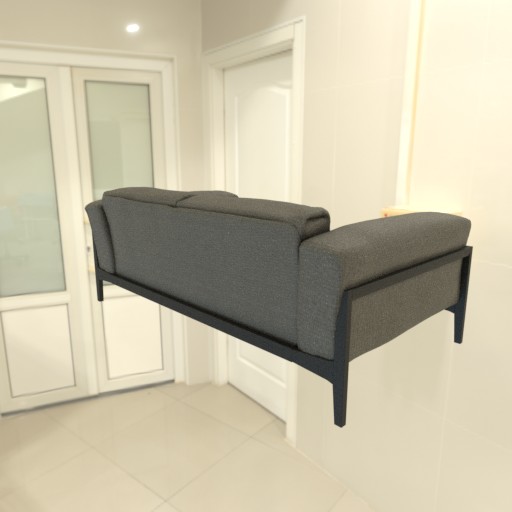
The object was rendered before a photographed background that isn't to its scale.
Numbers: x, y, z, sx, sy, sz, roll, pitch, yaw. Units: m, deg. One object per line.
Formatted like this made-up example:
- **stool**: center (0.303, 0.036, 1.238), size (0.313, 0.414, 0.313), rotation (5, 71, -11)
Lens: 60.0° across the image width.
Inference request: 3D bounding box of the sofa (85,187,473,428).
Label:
- **sofa**: center (0.000, 0.000, 2.154), size (0.960, 0.656, 1.690), rotation (-12, 18, -43)
